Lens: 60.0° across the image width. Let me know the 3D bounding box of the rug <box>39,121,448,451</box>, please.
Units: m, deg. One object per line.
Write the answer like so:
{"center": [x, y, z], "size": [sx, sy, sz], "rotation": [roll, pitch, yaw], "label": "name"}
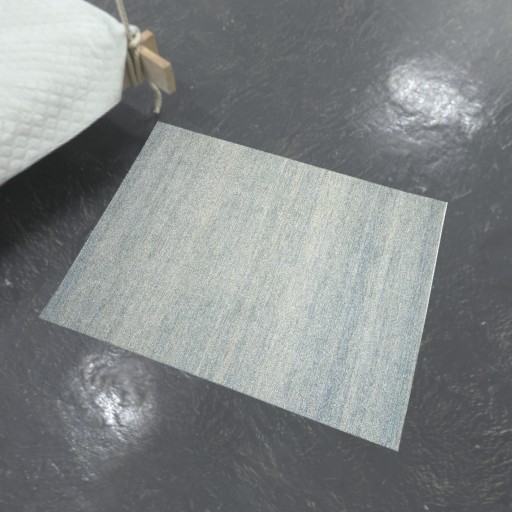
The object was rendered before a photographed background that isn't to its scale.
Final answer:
{"center": [0.000, 0.000, 4.195], "size": [3.237, 0.046, 2.461], "rotation": [18, 64, 9], "label": "rug"}
